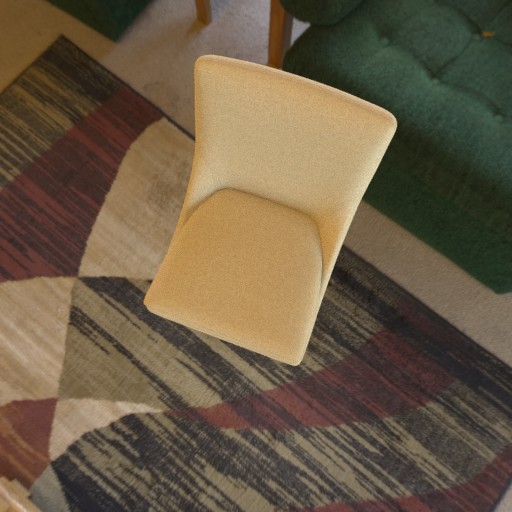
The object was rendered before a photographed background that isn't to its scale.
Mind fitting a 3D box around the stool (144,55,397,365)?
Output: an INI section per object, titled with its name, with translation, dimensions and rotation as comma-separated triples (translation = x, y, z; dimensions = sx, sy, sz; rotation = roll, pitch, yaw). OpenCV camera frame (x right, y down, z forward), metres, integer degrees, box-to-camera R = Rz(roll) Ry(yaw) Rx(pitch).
[stool]
translation = 0.000, 0.000, 1.390
dimensions = 0.470, 1.092, 0.559
rotation = 20, 77, 5
